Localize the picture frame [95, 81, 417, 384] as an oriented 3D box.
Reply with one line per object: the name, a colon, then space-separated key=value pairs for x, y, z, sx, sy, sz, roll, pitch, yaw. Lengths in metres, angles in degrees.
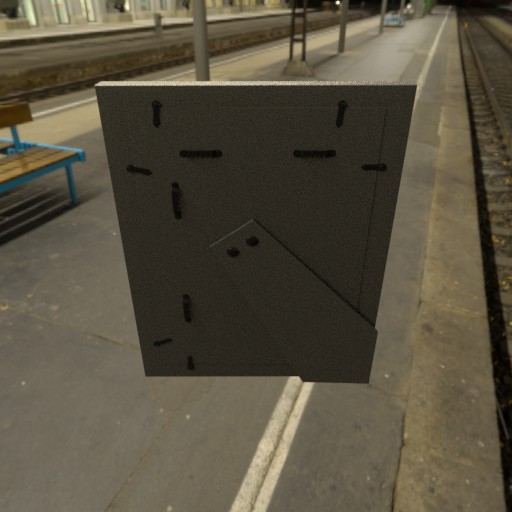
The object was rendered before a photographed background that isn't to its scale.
picture frame: x=0.000 y=0.000 z=0.522 sx=0.307 sy=0.383 sz=0.036 roll=0 pitch=30 yaw=0
